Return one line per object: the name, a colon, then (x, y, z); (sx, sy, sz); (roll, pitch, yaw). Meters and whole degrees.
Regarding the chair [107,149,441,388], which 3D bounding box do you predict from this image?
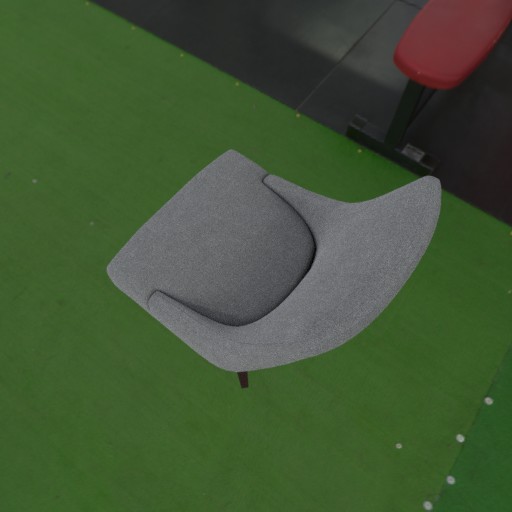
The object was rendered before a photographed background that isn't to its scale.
chair: (0.000, 0.000, 1.483); (0.861, 0.909, 0.701); (36, 69, 16)
